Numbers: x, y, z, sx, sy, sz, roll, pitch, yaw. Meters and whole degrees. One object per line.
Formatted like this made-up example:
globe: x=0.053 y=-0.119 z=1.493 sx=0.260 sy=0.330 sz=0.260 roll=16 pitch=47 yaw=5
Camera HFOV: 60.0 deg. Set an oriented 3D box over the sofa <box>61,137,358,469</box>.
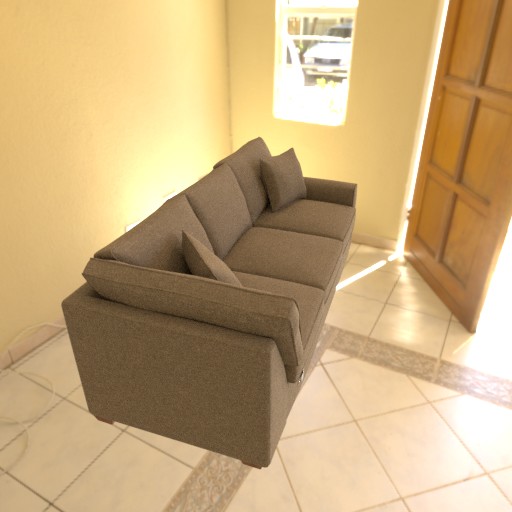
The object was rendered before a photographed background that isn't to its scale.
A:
sofa: x=0.000 y=0.000 z=2.887 sx=1.061 sy=0.962 sz=2.317 roll=10 pitch=31 yaw=17
